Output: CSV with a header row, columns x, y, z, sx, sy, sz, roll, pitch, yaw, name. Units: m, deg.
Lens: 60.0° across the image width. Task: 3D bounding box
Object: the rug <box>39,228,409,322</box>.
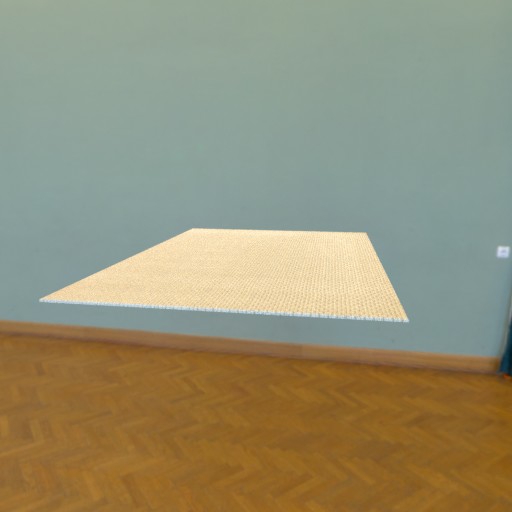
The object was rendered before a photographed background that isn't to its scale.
x,y,z,sx,sy,sz,roll,pitch,yaw,name
0.000,0.000,2.799,1.509,0.013,2.144,2,12,9,rug
